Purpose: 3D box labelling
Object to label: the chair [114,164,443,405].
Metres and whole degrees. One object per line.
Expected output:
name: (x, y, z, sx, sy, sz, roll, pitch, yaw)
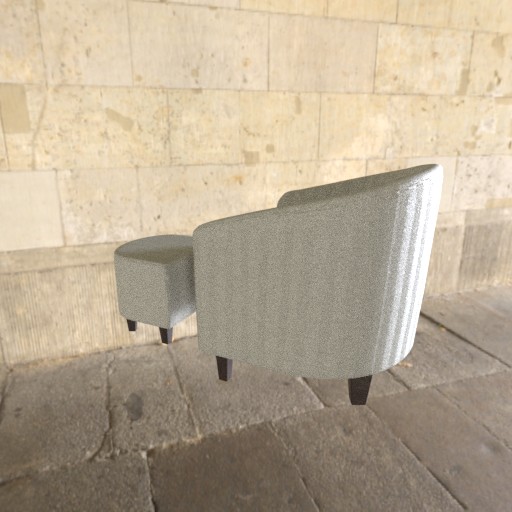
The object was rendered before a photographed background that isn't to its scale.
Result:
chair: (0.000, 0.000, 1.742, 1.288, 0.757, 0.756, 8, 19, 25)
